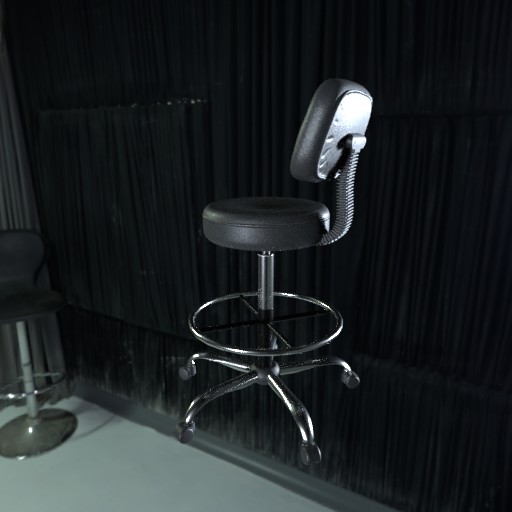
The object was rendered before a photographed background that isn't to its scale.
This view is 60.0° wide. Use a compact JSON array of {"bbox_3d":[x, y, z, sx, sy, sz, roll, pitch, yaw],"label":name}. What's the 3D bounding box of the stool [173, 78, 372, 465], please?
[{"bbox_3d":[0.000,0.000,1.484,0.658,1.069,0.694,7,17,25],"label":"stool"}]
